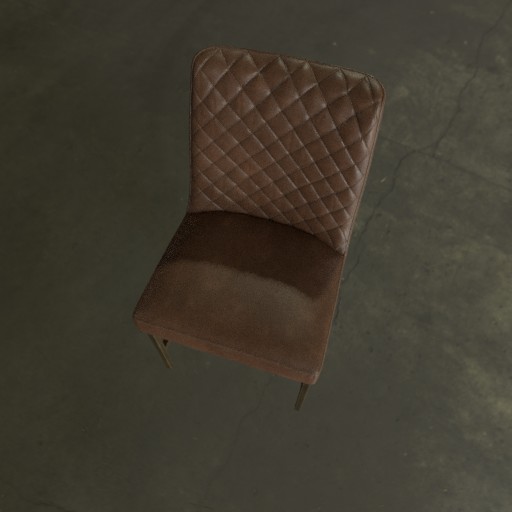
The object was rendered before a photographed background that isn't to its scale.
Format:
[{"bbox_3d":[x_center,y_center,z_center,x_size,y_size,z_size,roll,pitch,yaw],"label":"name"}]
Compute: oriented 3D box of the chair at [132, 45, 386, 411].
[{"bbox_3d":[0.000,0.000,1.256,0.508,0.889,0.587,15,60,9],"label":"chair"}]
